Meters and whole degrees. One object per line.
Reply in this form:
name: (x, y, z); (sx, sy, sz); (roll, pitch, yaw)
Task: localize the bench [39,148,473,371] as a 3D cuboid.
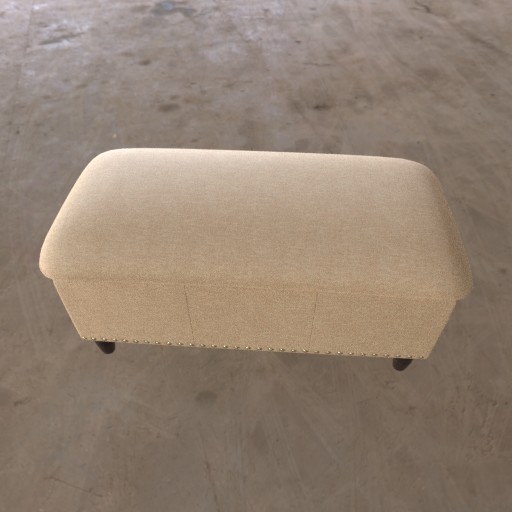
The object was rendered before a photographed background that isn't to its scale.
bench: (0.000, 0.000, 1.234); (0.991, 0.483, 0.483); (3, 46, 3)
